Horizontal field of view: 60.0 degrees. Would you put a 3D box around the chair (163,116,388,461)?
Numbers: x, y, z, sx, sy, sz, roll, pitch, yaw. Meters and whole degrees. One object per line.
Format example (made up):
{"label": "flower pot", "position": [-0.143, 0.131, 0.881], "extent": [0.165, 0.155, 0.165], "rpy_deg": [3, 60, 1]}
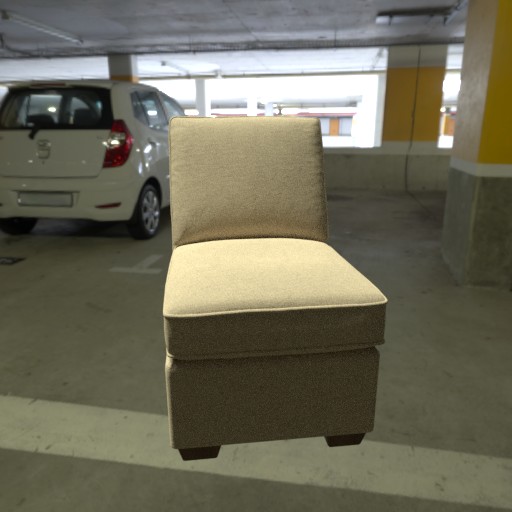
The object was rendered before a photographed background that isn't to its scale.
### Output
{"label": "chair", "position": [0.000, 0.000, 1.572], "extent": [0.621, 0.970, 0.938], "rpy_deg": [-2, 16, -7]}
